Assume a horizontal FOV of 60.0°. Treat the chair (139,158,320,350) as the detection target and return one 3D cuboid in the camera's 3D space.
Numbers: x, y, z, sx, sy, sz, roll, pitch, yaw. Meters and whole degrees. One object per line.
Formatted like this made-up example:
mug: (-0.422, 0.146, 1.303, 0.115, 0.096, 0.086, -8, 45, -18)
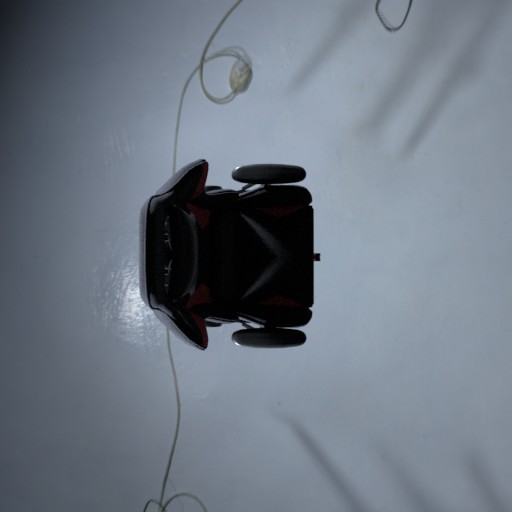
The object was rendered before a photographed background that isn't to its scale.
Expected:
chair: (0.000, 0.000, 1.721, 0.658, 1.326, 0.695, 0, 89, 1)
